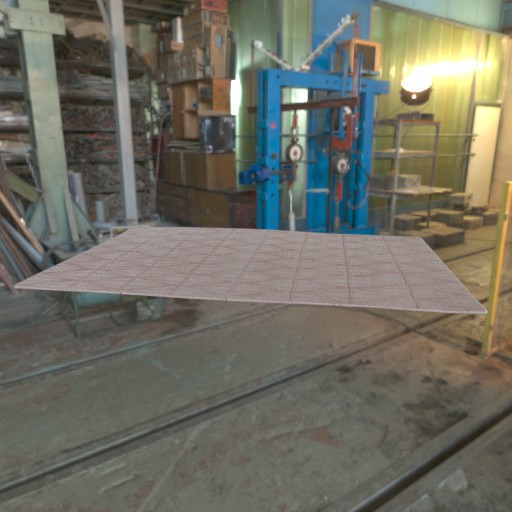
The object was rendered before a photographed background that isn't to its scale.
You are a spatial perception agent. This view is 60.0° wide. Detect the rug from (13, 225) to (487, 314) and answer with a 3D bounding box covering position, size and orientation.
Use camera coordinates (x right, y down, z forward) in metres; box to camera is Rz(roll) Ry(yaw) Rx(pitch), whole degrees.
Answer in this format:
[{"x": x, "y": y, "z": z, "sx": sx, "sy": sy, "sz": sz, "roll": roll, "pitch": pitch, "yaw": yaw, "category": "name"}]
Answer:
[{"x": 0.000, "y": 0.000, "z": 2.258, "sx": 1.837, "sy": 0.025, "sz": 1.230, "roll": 2, "pitch": 15, "yaw": 9, "category": "rug"}]
